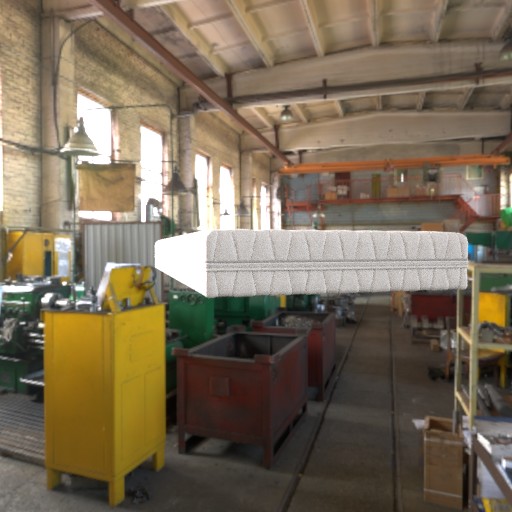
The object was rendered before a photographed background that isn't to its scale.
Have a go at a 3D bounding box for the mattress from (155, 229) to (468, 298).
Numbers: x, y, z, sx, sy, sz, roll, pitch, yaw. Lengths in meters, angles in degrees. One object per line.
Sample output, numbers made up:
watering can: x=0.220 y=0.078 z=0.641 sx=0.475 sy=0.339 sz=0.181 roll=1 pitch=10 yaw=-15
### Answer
mattress: x=0.000 y=0.000 z=2.318 sx=0.900 sy=0.200 sz=2.000 roll=0 pitch=1 yaw=-17
